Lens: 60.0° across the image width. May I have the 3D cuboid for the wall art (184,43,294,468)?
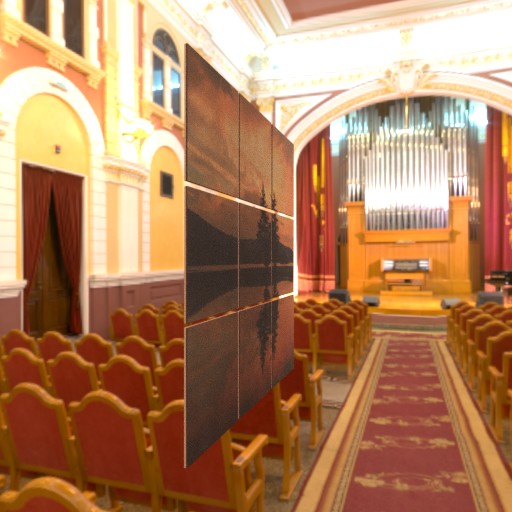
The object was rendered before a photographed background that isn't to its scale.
[{"bbox_3d":[0.000,0.000,2.307,0.013,1.525,1.520,0,0,19],"label":"wall art"}]
